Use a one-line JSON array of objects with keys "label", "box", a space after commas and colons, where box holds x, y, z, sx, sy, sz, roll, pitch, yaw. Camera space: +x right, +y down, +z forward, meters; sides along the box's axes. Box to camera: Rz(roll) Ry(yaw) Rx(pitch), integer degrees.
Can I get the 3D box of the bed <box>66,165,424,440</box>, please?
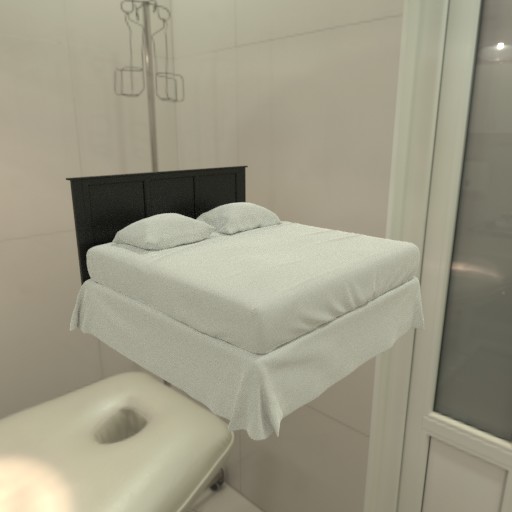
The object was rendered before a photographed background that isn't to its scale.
[{"label": "bed", "box": [0.000, 0.000, 3.660, 2.219, 1.271, 2.315, 14, 21, 42]}]
